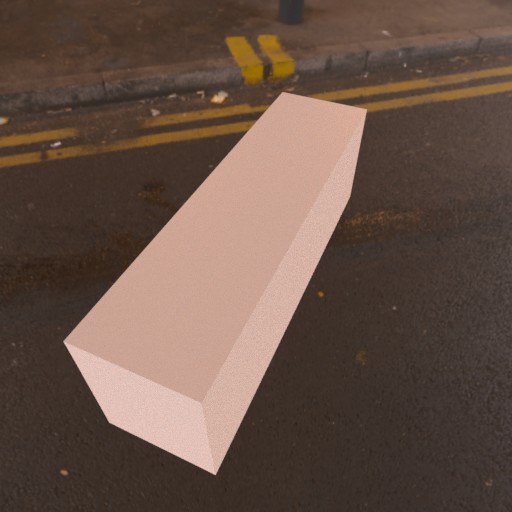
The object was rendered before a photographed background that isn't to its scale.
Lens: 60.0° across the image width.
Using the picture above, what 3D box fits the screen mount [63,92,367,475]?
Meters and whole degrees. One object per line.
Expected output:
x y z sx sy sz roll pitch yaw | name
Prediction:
0.000 0.000 1.760 0.400 0.619 1.490 18 49 17 | screen mount
